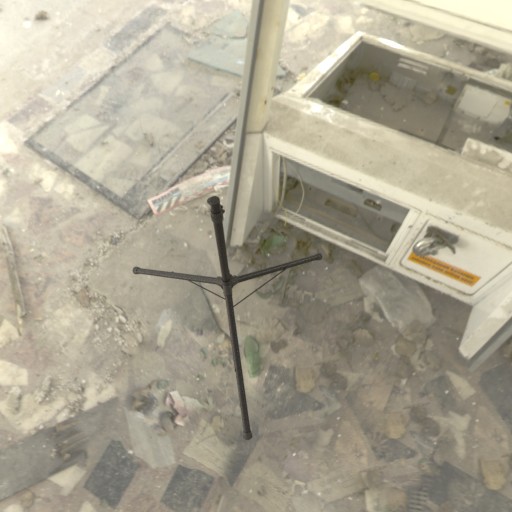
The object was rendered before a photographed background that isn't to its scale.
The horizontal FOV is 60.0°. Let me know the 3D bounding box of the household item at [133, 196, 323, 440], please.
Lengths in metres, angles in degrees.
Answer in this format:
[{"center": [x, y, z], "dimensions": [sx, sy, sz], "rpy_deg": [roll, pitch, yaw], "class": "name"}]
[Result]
[{"center": [0.000, 0.000, 2.775], "dimensions": [1.339, 1.595, 1.596], "rpy_deg": [-32, 67, -15], "class": "household item"}]
